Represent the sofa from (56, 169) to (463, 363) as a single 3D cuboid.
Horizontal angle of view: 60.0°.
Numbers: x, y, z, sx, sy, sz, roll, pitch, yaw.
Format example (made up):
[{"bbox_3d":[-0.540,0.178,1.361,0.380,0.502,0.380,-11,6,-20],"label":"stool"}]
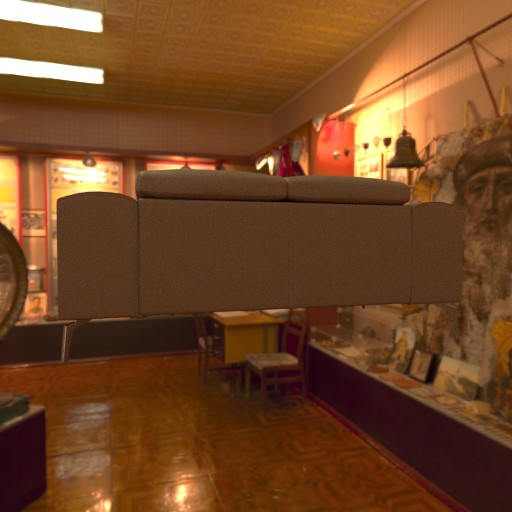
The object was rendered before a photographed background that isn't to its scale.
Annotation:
[{"bbox_3d":[0.000,0.000,2.411,1.895,0.779,1.003,-1,2,-17],"label":"sofa"}]
